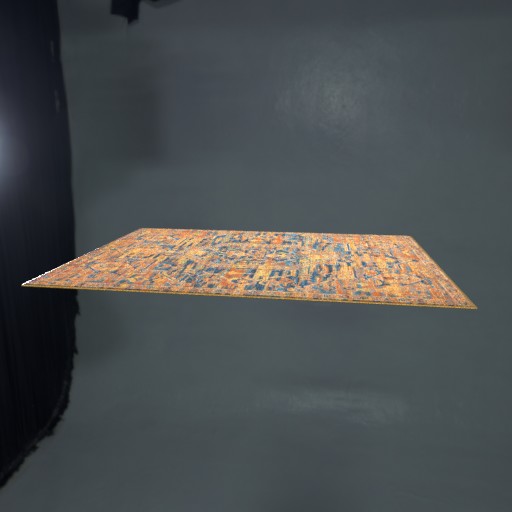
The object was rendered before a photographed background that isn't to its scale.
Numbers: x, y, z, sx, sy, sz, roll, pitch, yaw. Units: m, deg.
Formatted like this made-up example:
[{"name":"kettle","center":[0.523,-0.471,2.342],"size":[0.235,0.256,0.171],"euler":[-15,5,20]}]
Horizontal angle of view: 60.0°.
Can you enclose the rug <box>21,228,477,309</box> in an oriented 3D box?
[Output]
[{"name":"rug","center":[0.000,0.000,3.770],"size":[2.916,0.019,2.043],"euler":[2,15,8]}]
